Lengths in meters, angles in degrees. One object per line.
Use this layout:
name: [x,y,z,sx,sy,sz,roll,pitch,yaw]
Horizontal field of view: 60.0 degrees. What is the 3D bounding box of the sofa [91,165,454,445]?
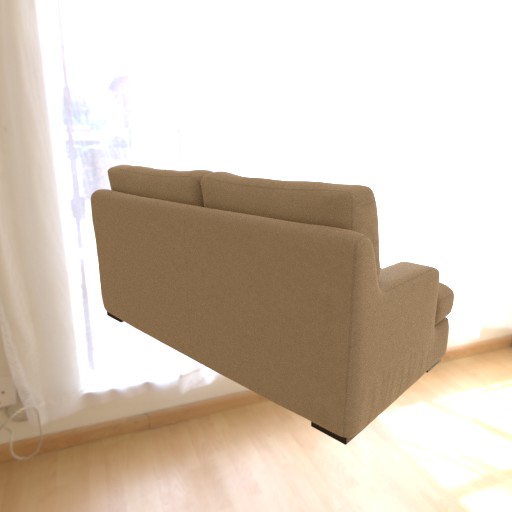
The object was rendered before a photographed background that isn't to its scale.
sofa: [0.000,0.000,2.457,1.885,0.967,0.962,14,21,42]
